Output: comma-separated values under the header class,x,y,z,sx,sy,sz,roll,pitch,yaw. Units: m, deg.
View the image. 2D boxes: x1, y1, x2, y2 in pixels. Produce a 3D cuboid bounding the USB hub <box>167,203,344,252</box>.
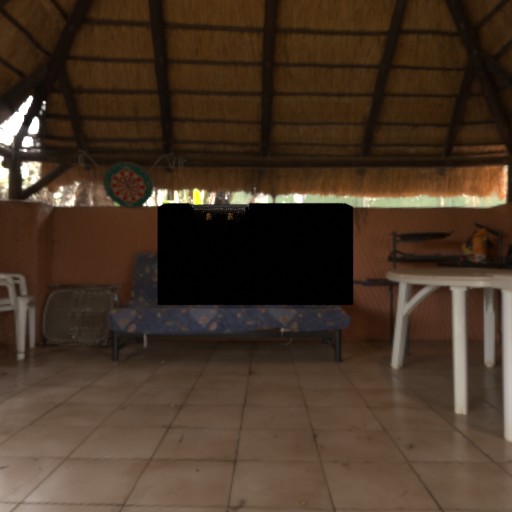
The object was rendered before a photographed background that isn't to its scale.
class,x,y,z,sx,sy,sz,roll,pitch,yaw
USB hub,0.000,0.000,0.129,0.044,0.023,0.110,0,-1,0
